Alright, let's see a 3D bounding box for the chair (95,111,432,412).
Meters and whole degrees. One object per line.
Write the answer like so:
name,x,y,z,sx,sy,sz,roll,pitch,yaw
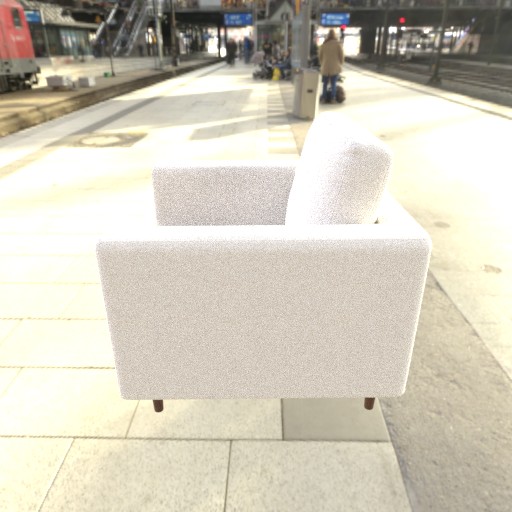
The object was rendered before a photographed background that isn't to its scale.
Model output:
chair,0.000,0.000,1.546,0.879,0.899,0.831,0,26,-1
